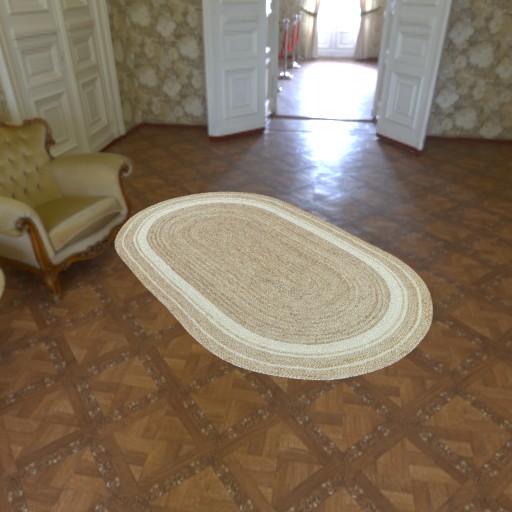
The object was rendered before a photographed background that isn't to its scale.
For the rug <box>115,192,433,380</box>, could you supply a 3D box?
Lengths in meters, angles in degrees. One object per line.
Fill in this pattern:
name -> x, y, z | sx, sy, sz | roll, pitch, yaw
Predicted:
rug -> 0.000, 0.000, 3.023 | 1.520, 0.006, 2.432 | -21, 36, -31
